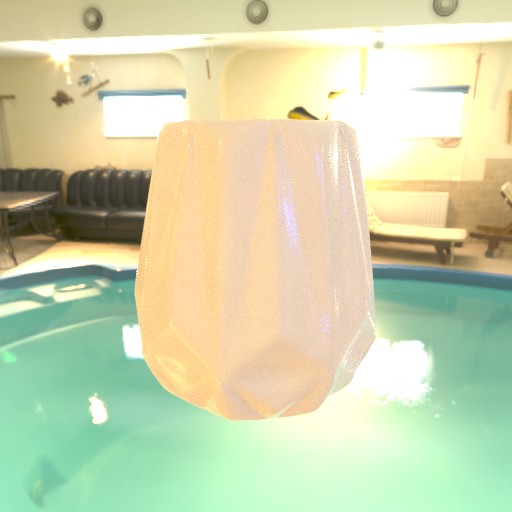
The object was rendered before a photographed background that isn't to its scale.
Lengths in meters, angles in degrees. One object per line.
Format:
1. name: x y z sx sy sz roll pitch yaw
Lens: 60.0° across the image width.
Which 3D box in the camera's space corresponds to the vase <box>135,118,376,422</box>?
1. vase: 0.000 0.000 0.261 0.141 0.152 0.141 0 15 0
